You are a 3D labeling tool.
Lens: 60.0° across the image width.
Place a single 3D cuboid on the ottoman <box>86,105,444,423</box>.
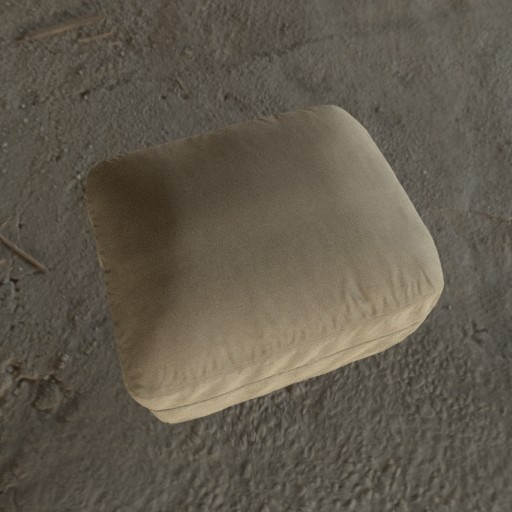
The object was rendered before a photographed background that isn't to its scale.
[{"bbox_3d":[0.000,0.000,1.083,0.712,0.480,0.584,-17,63,-9],"label":"ottoman"}]
